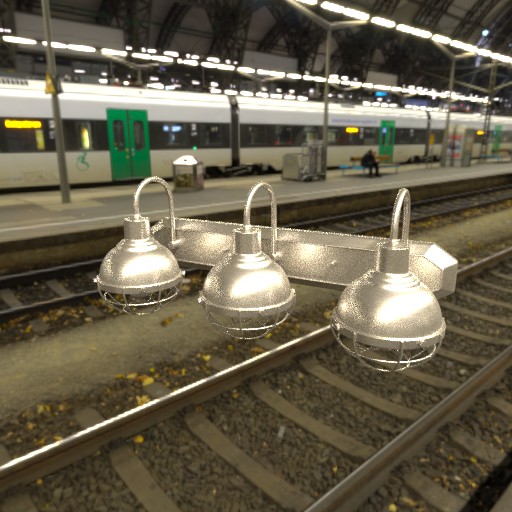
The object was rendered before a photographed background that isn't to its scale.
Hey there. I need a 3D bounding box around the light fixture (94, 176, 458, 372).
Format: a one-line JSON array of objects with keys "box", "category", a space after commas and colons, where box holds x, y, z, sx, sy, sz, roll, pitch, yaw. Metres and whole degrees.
[{"box": [0.000, 0.000, 0.774, 0.634, 0.254, 0.229, 7, 17, 26], "category": "light fixture"}]
